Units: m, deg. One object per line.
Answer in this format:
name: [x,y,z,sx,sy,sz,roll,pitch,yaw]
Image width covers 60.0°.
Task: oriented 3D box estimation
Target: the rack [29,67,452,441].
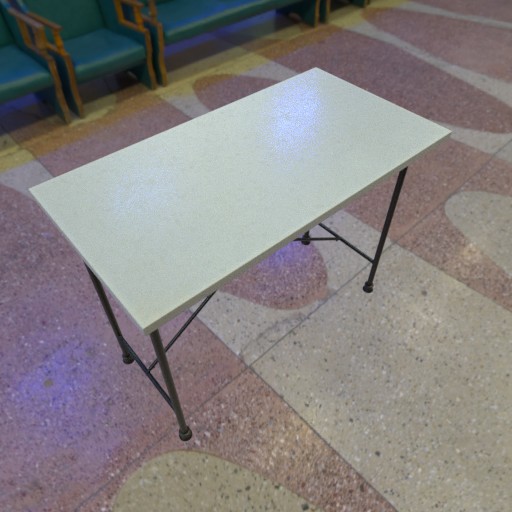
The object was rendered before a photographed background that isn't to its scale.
rack: [0.000,0.000,1.664,1.159,0.880,0.613,-33,55,-26]
